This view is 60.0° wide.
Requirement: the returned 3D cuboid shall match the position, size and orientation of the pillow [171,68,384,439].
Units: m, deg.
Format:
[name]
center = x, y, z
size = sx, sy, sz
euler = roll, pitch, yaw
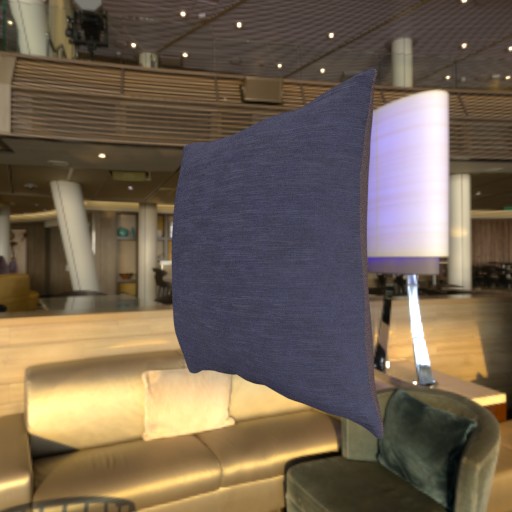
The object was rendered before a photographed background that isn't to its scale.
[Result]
[pillow]
center = 0.000, 0.000, 0.681
size = 0.204, 0.439, 0.452
euler = 1, -1, -38
